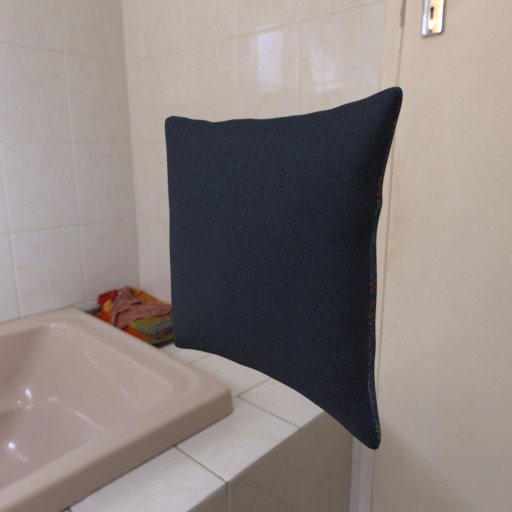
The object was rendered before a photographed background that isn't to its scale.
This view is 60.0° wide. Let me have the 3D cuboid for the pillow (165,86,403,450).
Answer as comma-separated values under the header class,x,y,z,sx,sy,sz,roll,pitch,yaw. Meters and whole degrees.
class,x,y,z,sx,sy,sz,roll,pitch,yaw
pillow,0.000,0.000,0.654,0.141,0.431,0.431,-13,18,-44
